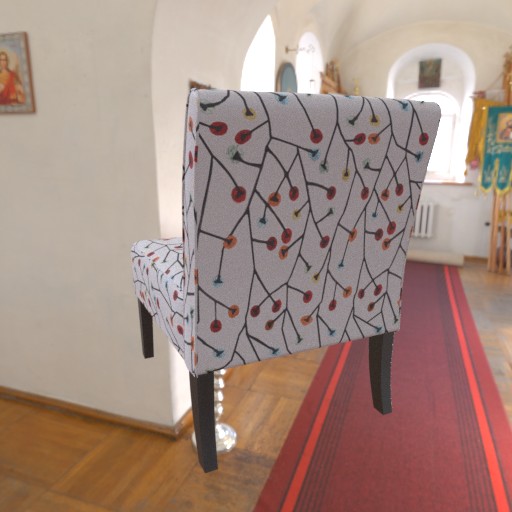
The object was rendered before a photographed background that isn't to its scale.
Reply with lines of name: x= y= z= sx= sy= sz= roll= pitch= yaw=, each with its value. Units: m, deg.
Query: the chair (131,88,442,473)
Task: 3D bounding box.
chair: x=0.000 y=0.000 z=1.273 sx=0.597 sy=0.813 sz=0.732 roll=-7 pitch=16 yaw=-25
